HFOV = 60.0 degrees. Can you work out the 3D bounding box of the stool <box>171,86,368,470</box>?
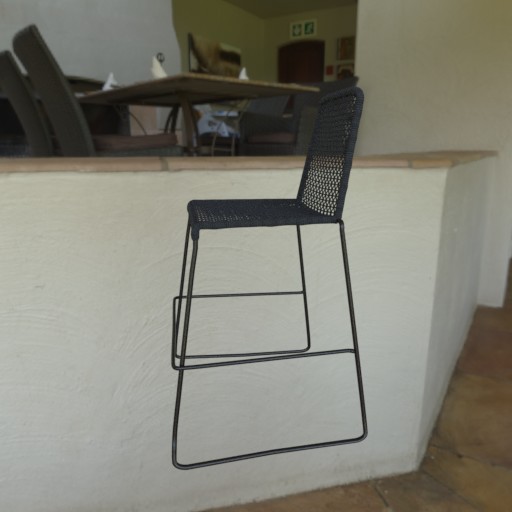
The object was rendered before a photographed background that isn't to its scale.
[{"bbox_3d":[0.000,0.000,1.275,0.509,0.905,0.590,-2,14,-9],"label":"stool"}]
